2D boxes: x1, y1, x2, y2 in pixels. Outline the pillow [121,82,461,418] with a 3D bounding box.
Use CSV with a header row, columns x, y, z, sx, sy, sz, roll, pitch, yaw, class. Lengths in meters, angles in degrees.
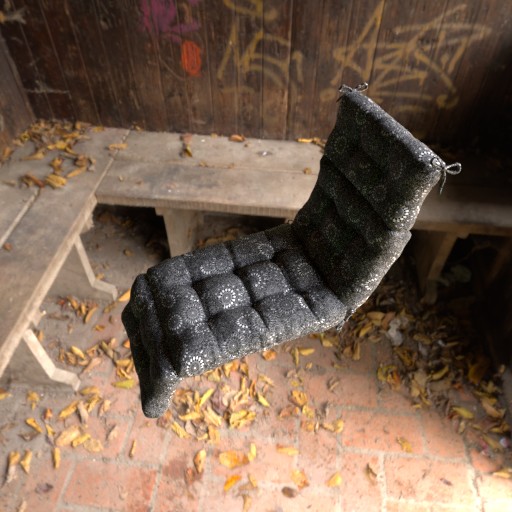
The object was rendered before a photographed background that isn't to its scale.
x,y,z,sx,sy,sz,roll,pitch,yaw,class
0.000,0.000,1.520,1.016,0.863,0.526,-16,49,-15,pillow
